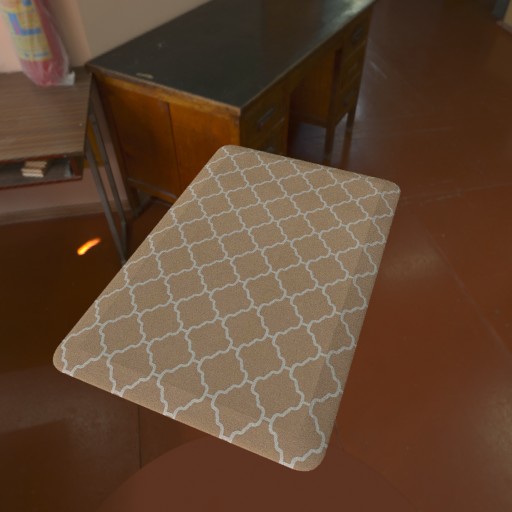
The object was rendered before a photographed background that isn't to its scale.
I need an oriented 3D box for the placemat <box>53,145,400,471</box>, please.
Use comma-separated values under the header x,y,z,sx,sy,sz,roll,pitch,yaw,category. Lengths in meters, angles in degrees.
x,y,z,sx,sy,sz,roll,pitch,yaw,category
0.000,0.000,0.961,0.508,0.021,0.762,16,49,15,placemat
